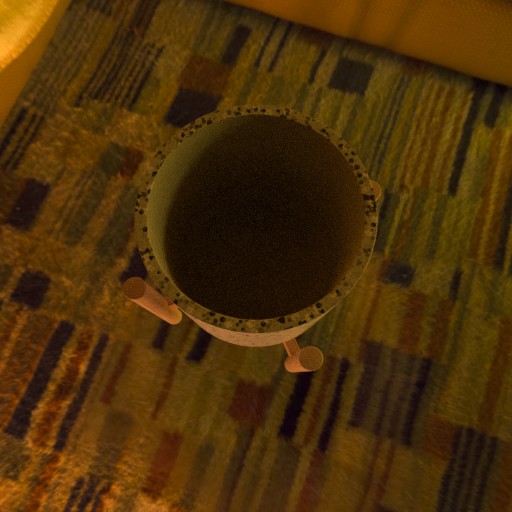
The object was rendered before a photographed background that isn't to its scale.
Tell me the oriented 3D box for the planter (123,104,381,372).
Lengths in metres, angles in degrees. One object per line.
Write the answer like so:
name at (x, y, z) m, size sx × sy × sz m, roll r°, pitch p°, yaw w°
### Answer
planter at (0.000, 0.000, 0.560) m, size 0.284 × 0.320 × 0.284 m, roll -1°, pitch 75°, yaw 0°
